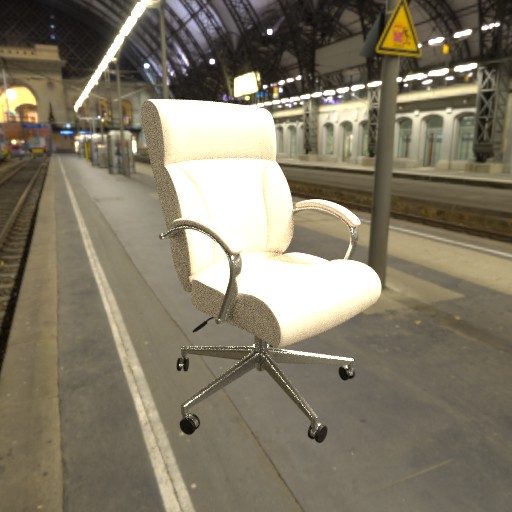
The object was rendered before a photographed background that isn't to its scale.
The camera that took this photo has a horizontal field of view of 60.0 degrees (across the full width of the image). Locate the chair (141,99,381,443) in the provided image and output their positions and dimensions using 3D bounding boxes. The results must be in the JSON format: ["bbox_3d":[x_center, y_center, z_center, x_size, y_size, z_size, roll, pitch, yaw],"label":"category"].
[{"bbox_3d":[0.000,0.000,1.611,0.745,1.099,0.727,14,20,43],"label":"chair"}]
